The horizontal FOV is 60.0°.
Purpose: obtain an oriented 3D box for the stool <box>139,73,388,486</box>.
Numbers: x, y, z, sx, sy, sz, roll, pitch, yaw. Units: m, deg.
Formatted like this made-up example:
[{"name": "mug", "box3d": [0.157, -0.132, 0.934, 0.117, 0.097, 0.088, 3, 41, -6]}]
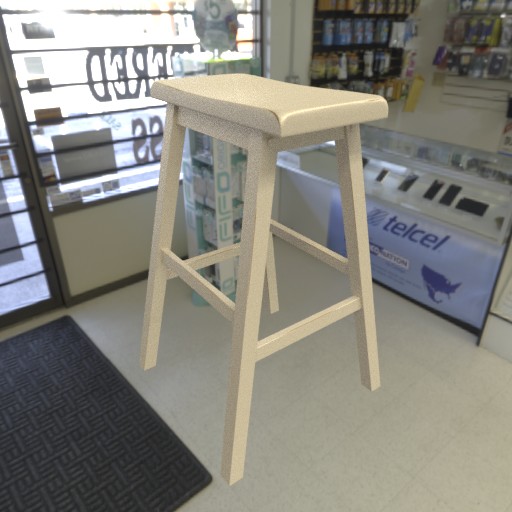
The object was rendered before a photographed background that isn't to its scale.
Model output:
[{"name": "stool", "box3d": [0.000, 0.000, 1.028, 0.476, 0.737, 0.457, -19, 34, -31]}]
